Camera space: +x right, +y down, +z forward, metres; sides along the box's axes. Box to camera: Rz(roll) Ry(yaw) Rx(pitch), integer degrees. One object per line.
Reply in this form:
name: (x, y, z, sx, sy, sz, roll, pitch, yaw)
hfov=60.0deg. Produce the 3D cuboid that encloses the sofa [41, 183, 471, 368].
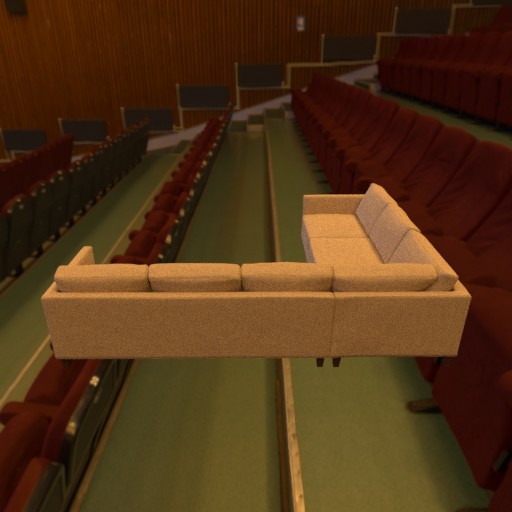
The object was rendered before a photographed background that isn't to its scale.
sofa: (0.000, 0.000, 4.432, 3.182, 0.863, 2.432, 0, 26, 0)
